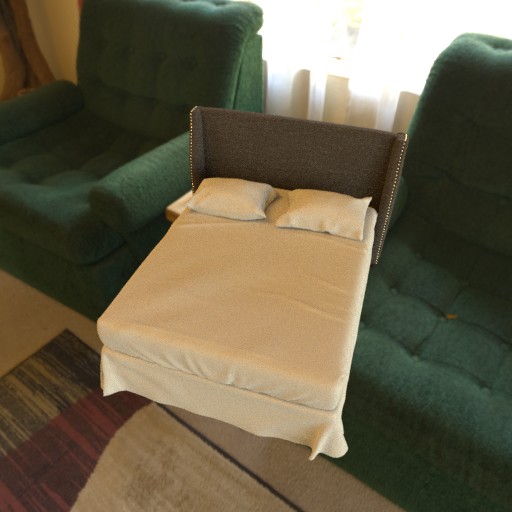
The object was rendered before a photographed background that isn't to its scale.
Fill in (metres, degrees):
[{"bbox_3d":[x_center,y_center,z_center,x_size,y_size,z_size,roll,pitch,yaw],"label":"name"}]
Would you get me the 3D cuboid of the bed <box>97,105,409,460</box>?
[{"bbox_3d":[0.000,0.000,3.466,1.925,1.332,2.276,12,43,13],"label":"bed"}]
